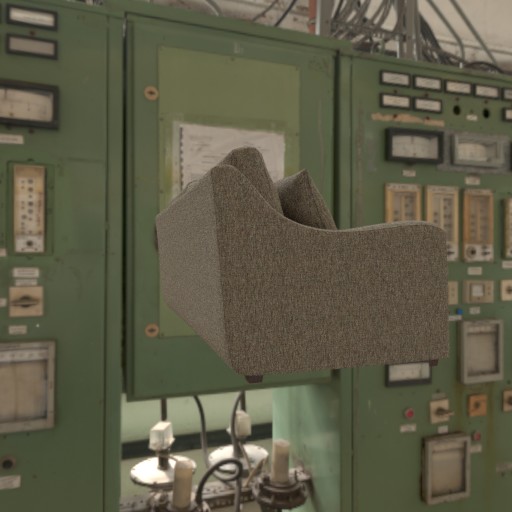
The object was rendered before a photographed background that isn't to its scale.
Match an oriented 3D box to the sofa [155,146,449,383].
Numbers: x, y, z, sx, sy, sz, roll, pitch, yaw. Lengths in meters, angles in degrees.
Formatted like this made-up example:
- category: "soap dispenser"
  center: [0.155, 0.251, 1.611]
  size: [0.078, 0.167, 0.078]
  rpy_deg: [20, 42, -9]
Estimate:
- category: "sofa"
  center: [0.000, 0.000, 2.933]
  size: [1.103, 0.998, 2.418]
  rpy_deg: [0, 0, -18]
